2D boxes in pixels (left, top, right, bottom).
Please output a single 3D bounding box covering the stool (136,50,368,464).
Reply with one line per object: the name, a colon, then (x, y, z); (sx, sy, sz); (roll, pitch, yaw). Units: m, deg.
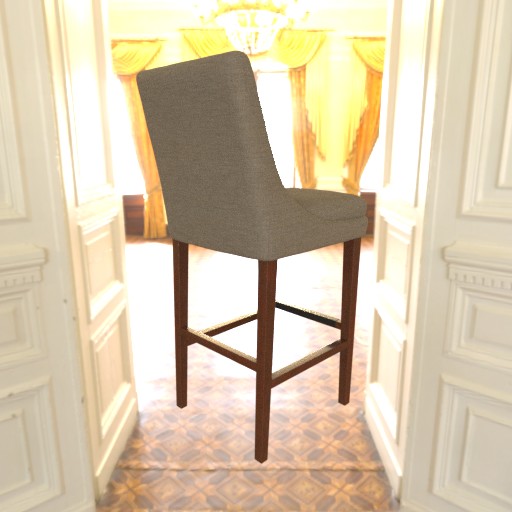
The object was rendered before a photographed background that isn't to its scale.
stool: (0.000, 0.000, 1.394); (0.470, 1.078, 0.577); (13, 19, 43)
